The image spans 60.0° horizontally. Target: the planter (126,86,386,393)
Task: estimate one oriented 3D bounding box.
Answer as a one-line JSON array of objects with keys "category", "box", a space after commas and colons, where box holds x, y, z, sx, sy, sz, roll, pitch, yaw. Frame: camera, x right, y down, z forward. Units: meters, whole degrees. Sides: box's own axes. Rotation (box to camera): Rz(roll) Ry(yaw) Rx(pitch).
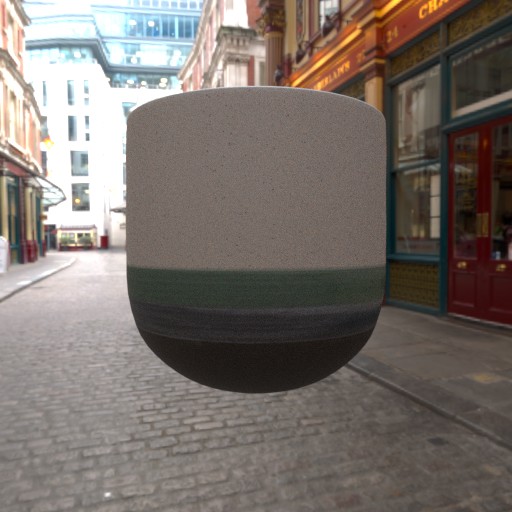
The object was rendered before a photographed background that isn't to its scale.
[{"category": "planter", "box": [0.000, 0.000, 0.477, 0.268, 0.270, 0.268, 0, 2, 0]}]
